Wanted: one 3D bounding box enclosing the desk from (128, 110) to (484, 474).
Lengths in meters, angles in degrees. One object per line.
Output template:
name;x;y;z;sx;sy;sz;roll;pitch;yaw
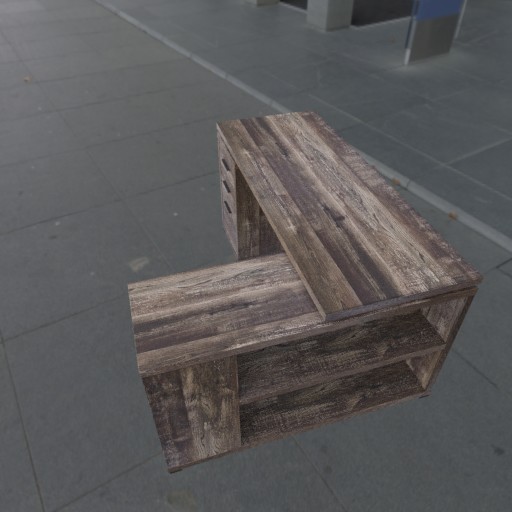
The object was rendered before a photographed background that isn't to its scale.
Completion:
desk;0.000;0.000;2.216;1.200;0.753;1.524;-11;42;-13
